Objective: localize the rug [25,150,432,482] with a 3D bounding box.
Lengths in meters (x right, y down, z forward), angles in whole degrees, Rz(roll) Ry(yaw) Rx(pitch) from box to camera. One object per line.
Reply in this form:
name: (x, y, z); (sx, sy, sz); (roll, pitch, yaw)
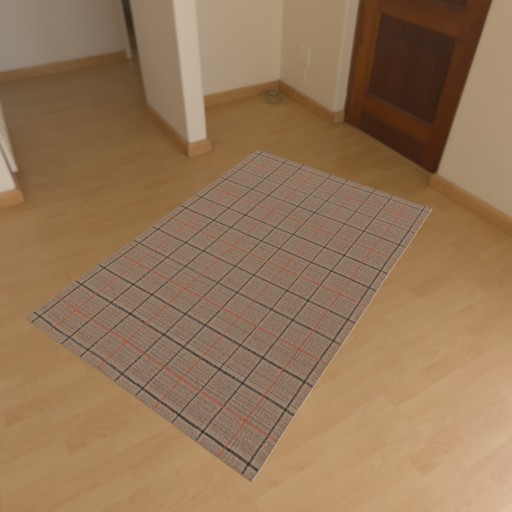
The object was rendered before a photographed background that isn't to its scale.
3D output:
rug: (0.000, 0.000, 2.259); (1.220, 0.013, 1.829); (25, 48, 25)
